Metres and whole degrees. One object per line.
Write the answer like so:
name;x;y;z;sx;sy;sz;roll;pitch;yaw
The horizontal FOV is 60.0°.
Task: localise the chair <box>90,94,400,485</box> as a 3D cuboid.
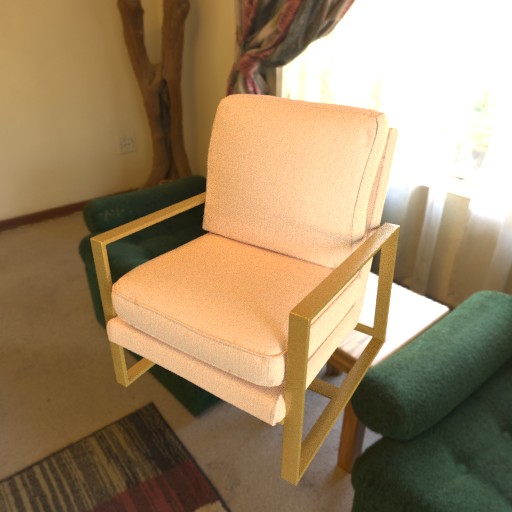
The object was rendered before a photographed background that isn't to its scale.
chair;0.000;0.000;1.503;0.758;0.956;0.813;17;33;29
